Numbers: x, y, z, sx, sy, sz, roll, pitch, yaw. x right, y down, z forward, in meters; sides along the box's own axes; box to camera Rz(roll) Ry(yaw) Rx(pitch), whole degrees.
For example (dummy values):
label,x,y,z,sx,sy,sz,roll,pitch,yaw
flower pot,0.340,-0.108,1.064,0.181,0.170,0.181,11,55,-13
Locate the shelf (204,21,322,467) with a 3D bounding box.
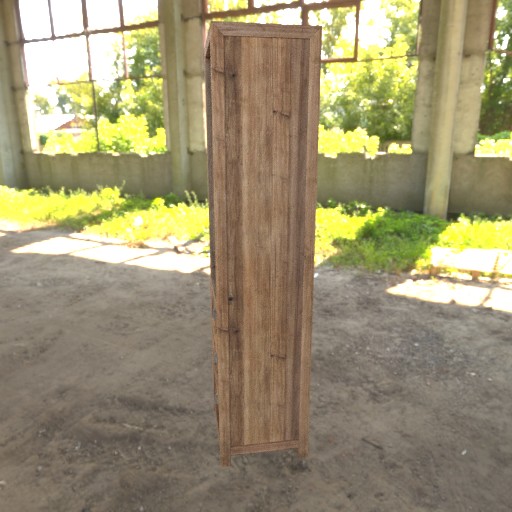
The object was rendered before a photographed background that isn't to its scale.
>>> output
label,x,y,z,sx,sy,sz,roll,pitch,yaw
shelf,0.000,0.000,2.110,0.428,1.900,0.500,-2,15,-9
